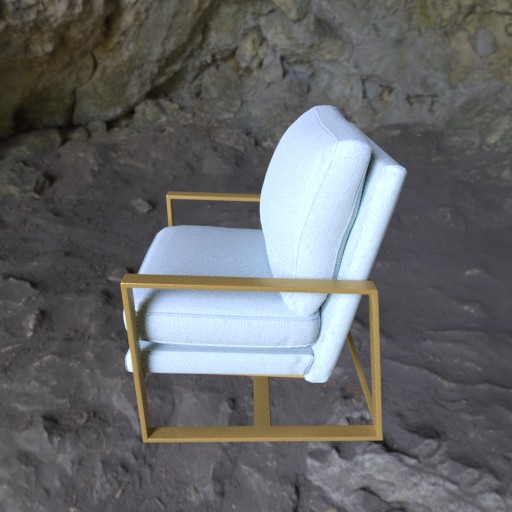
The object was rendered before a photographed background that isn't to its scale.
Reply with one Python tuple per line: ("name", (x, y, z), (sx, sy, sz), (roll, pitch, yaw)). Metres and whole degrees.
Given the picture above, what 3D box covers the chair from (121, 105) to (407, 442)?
("chair", (0.000, 0.000, 1.548), (0.813, 0.956, 0.758), (0, 27, 0))
